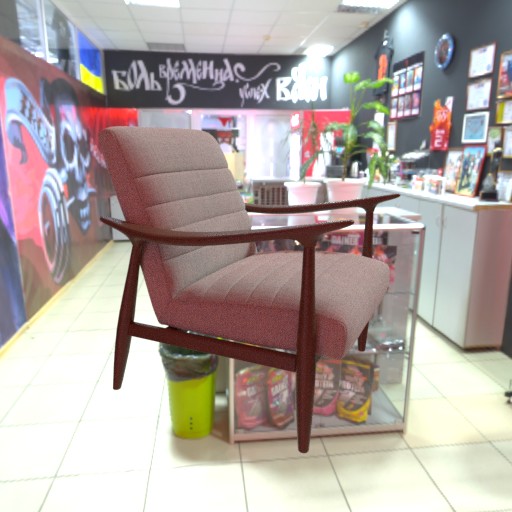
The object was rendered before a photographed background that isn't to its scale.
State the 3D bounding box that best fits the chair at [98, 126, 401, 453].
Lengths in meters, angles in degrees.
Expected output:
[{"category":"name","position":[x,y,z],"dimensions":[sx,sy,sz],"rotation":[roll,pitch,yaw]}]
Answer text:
[{"category":"chair","position":[0.000,0.000,1.464],"dimensions":[0.798,0.832,0.741],"rotation":[6,15,25]}]
